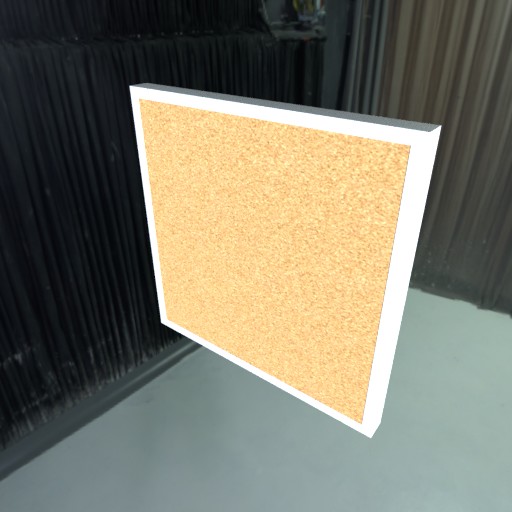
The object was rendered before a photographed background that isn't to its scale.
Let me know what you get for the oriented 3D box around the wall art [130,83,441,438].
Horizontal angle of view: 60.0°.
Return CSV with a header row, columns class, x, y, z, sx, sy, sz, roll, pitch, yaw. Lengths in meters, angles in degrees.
class,x,y,z,sx,sy,sz,roll,pitch,yaw
wall art,0.000,0.000,0.756,0.506,0.505,0.038,21,36,31
